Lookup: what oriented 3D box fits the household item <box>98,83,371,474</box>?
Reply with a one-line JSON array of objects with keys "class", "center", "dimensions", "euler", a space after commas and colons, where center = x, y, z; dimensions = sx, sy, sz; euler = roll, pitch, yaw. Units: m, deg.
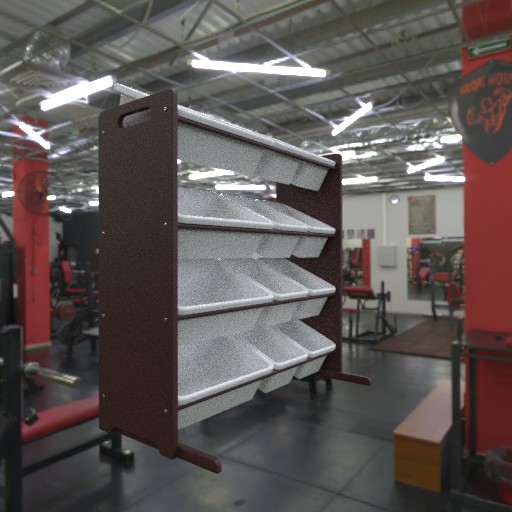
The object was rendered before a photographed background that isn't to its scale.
[{"class": "household item", "center": [0.000, 0.000, 1.297], "dimensions": [0.389, 0.864, 0.787], "euler": [0, 0, 38]}]
